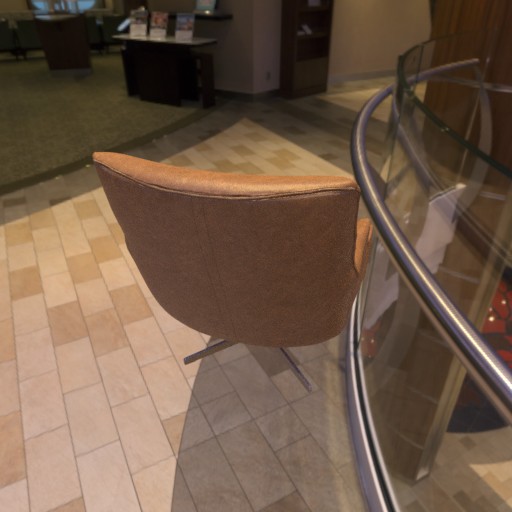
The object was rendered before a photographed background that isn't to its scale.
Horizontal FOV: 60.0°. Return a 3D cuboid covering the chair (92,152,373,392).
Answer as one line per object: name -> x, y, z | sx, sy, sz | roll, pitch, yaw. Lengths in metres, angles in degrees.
chair -> 0.000, 0.000, 1.474 | 0.729, 0.869, 0.874 | 9, 33, 14
